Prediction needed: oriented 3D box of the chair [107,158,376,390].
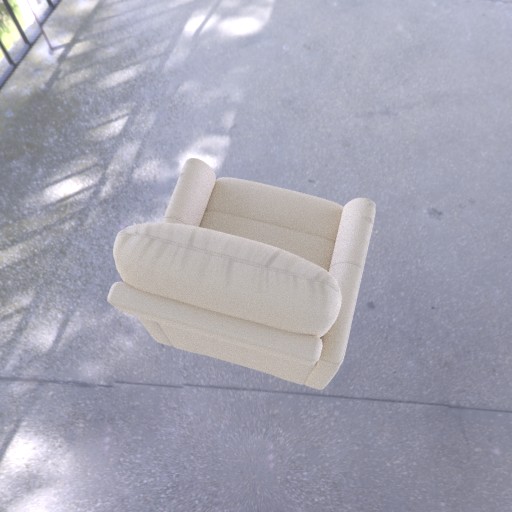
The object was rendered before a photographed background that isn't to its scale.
[{"bbox_3d":[0.000,0.000,1.600,0.775,1.082,0.831,15,64,7],"label":"chair"}]
